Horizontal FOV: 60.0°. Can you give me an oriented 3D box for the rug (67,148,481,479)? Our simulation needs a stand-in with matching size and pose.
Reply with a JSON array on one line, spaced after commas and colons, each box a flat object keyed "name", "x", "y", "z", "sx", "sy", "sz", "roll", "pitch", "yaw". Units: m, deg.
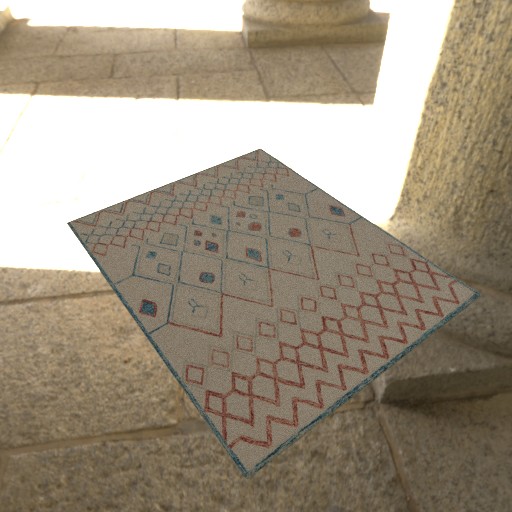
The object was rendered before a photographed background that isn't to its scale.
[{"name": "rug", "x": 0.000, "y": 0.000, "z": 4.067, "sx": 2.441, "sy": 0.016, "sz": 3.050, "roll": -27, "pitch": 50, "yaw": -26}]
